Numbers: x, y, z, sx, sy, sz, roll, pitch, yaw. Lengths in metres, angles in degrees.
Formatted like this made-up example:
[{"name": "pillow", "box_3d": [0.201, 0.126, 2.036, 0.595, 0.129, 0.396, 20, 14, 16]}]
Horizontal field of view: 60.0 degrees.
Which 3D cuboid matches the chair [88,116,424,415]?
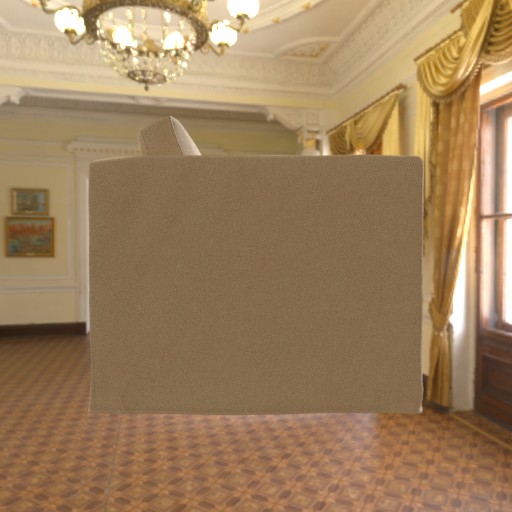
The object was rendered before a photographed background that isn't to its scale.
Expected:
[{"name": "chair", "box_3d": [0.000, 0.000, 1.714, 0.947, 0.851, 1.057, 0, 1, 0]}]
